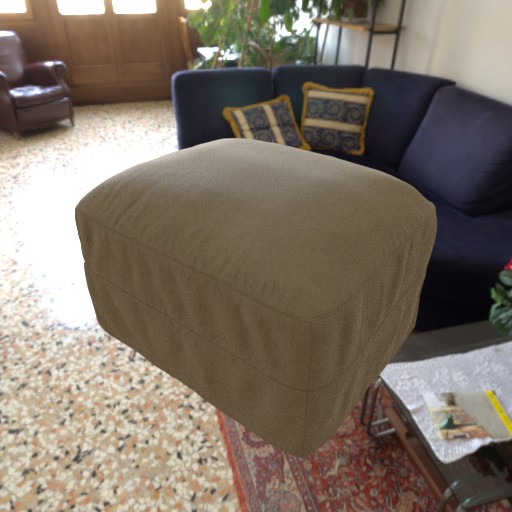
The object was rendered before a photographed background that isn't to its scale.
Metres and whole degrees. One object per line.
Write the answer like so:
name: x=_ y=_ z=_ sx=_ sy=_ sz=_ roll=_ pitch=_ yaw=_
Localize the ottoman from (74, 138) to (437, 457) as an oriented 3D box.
ottoman: x=0.000 y=0.000 z=1.089 sx=0.712 sy=0.480 sz=0.584 roll=23 pitch=39 yaw=31
